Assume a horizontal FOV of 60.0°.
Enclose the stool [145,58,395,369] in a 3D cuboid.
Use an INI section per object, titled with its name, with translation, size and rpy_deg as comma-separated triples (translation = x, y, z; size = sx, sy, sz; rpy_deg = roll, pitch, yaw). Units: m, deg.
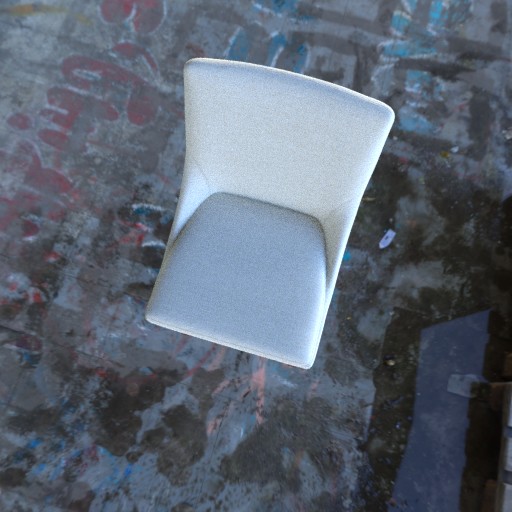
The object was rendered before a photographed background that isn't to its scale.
[stool]
translation = 0.000, 0.000, 1.320
size = 0.469, 0.991, 0.559
rpy_deg = 16, 75, 4
